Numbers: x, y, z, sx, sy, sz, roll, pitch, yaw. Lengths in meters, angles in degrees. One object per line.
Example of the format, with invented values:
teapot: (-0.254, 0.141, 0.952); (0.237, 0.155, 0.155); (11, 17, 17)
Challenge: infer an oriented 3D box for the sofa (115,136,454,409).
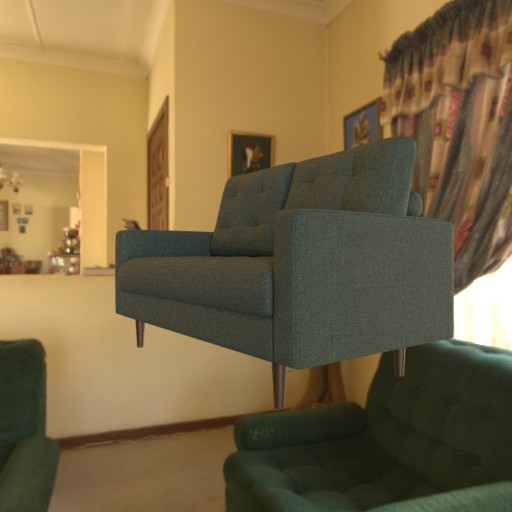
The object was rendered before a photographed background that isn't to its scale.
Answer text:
sofa: (0.000, 0.000, 1.950); (0.842, 0.907, 1.407); (0, 0, -37)
